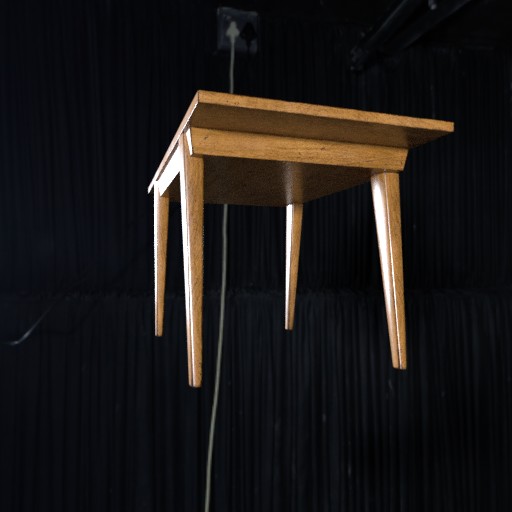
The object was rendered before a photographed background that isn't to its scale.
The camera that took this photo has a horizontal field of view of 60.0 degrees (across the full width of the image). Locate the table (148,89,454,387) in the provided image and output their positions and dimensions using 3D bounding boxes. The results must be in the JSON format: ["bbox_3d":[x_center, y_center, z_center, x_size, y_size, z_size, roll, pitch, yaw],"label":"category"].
[{"bbox_3d":[0.000,0.000,1.834,0.757,0.760,1.400,0,-1,-18],"label":"table"}]
